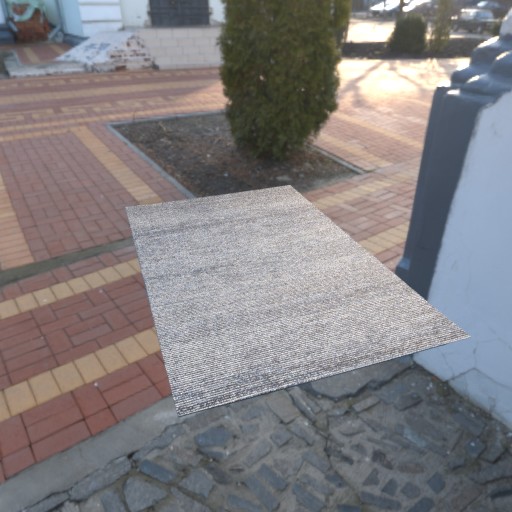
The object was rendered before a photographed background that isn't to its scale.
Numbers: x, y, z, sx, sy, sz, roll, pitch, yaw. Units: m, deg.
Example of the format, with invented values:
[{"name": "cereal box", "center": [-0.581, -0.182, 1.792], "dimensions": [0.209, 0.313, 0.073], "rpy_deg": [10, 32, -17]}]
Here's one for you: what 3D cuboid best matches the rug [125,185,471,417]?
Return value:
[{"name": "rug", "center": [0.000, 0.000, 2.240], "dimensions": [1.135, 0.010, 1.740], "rpy_deg": [-10, 31, -17]}]
